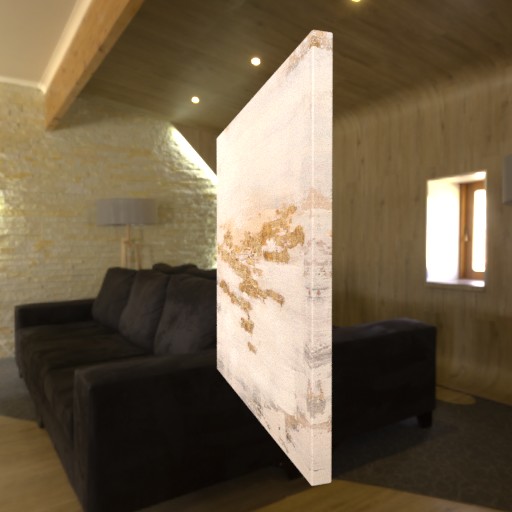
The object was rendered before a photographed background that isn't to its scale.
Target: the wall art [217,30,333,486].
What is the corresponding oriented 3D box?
[{"bbox_3d":[0.000,0.000,1.097,0.038,0.755,0.753,0,1,-17],"label":"wall art"}]
